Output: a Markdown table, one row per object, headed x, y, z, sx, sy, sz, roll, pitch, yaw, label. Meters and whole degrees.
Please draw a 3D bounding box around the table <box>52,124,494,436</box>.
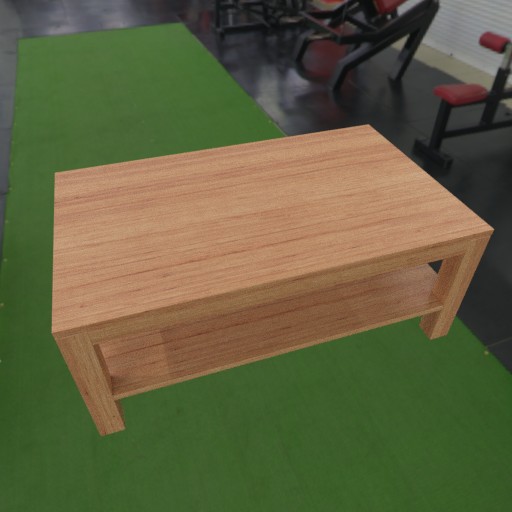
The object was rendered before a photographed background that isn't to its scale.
| x | y | z | sx | sy | sz | roll | pitch | yaw | label |
| --- | --- | --- | --- | --- | --- | --- | --- | --- | --- |
| 0.000 | 0.000 | 1.477 | 1.146 | 0.457 | 0.695 | -12 | 43 | -14 | table |
